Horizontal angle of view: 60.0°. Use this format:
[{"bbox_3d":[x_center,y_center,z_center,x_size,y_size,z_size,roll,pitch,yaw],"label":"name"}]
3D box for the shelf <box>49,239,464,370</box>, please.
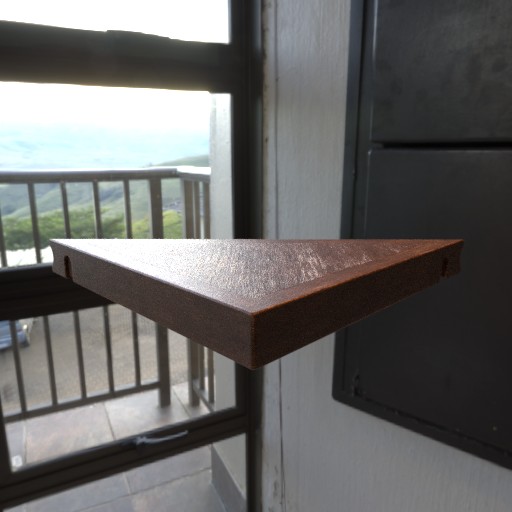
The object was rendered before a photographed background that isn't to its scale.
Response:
[{"bbox_3d":[0.000,0.000,0.451,0.296,0.035,0.296,-13,19,-43],"label":"shelf"}]
